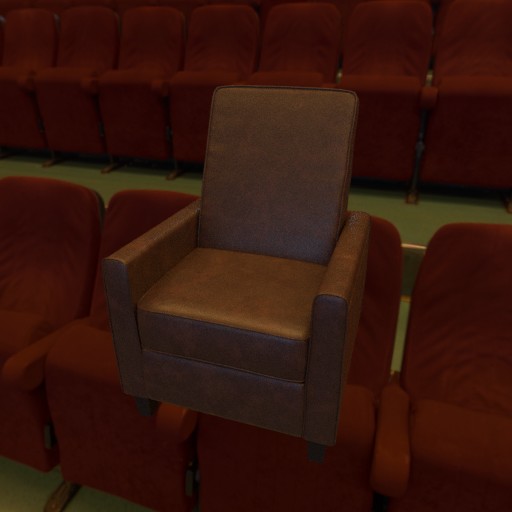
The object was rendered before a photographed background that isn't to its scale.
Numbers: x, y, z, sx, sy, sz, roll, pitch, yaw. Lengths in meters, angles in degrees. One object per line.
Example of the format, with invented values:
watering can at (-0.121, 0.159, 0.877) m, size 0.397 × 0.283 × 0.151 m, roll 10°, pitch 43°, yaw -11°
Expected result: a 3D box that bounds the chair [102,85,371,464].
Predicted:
chair at (0.000, 0.000, 1.490) m, size 0.705 × 1.013 × 0.746 m, roll 8°, pitch 28°, yaw 16°
